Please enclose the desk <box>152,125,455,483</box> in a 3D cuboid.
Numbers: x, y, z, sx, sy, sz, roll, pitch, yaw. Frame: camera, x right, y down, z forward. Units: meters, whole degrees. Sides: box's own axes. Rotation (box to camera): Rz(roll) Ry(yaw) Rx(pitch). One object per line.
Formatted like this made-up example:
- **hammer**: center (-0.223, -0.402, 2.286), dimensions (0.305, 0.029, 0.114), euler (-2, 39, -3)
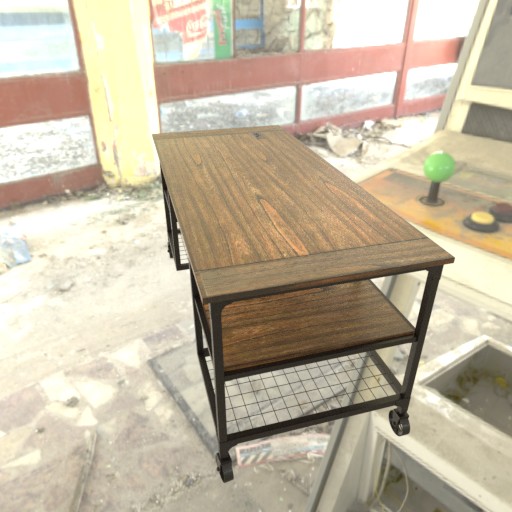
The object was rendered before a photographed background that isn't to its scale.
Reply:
- **desk**: center (0.000, 0.000, 1.984), dimensions (0.711, 0.751, 1.590), euler (-8, 31, -14)
